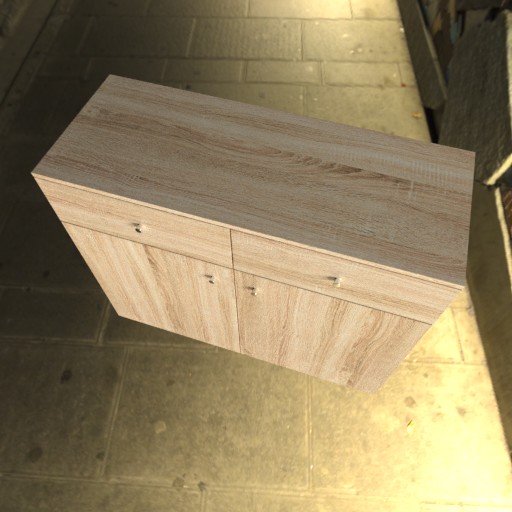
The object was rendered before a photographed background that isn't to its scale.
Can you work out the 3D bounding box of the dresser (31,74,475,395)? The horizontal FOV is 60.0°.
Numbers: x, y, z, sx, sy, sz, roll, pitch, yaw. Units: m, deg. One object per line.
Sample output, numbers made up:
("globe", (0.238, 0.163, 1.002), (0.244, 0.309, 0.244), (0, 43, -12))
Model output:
("dresser", (0.000, 0.000, 1.551), (1.100, 0.900, 0.450), (15, 59, 9))
